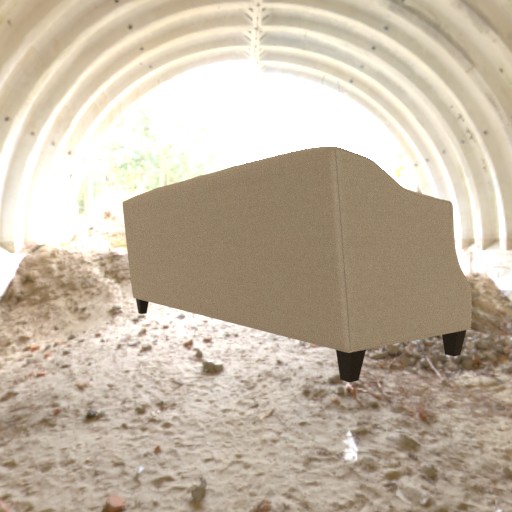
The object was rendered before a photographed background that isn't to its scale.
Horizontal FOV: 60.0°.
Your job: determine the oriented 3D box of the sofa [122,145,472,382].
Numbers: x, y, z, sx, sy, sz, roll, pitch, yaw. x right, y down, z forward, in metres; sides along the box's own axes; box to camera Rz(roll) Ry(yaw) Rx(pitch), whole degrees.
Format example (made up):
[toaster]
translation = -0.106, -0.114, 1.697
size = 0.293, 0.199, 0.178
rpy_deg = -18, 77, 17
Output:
[sofa]
translation = 0.000, 0.000, 2.705
size = 0.914, 0.901, 2.235
rpy_deg = -1, 1, -35
